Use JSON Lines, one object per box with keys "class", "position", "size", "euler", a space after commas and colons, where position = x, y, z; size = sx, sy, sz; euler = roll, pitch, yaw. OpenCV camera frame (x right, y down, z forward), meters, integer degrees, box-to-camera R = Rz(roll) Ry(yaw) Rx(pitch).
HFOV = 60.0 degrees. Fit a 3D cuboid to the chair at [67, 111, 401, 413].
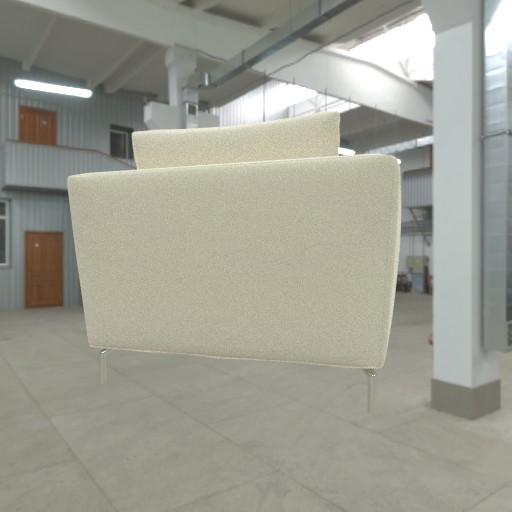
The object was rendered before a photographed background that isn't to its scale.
{"class": "chair", "position": [0.000, 0.000, 1.674], "size": [1.041, 0.865, 0.889], "euler": [0, 0, 18]}
